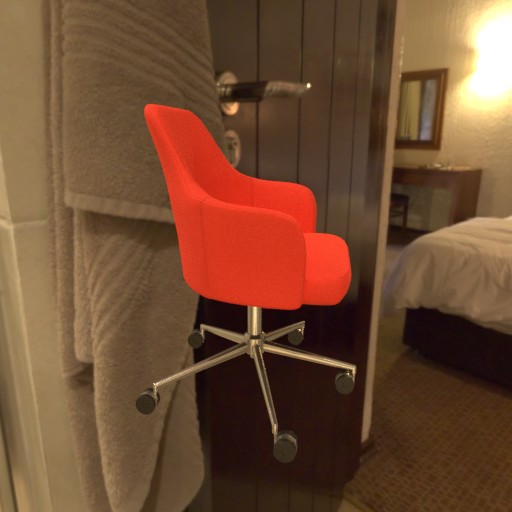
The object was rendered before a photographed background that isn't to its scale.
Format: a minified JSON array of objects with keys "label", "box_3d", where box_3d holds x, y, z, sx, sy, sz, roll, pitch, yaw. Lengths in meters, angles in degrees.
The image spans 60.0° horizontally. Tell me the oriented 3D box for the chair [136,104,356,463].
[{"label":"chair","box_3d":[0.000,0.000,1.265,0.600,0.820,0.655,3,15,10]}]
